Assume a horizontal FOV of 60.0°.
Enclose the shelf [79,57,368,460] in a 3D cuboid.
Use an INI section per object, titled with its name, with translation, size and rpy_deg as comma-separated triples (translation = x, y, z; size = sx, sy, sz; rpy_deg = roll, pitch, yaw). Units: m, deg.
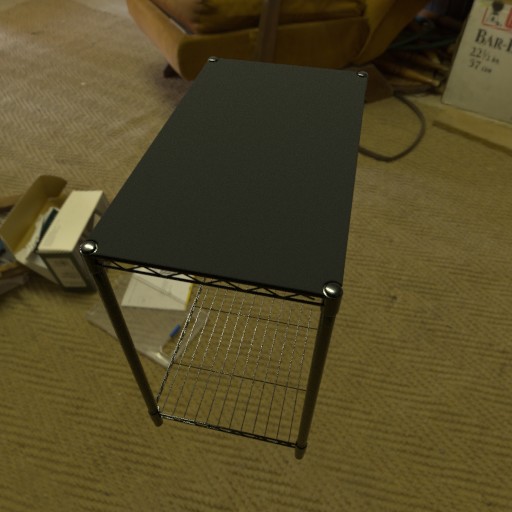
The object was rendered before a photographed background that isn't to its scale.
[shelf]
translation = 0.000, 0.000, 0.936
size = 0.338, 0.564, 0.589
rpy_deg = 9, 48, 9
